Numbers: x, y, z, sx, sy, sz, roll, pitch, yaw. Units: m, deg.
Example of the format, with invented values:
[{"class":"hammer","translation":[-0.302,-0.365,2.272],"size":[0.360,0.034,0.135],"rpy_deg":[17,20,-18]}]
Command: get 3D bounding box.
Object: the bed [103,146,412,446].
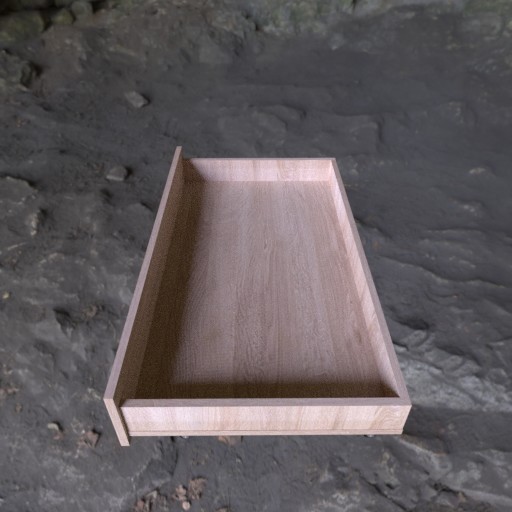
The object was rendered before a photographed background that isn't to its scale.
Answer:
[{"class":"bed","translation":[0.000,0.000,1.471],"size":[0.685,0.209,1.200],"rpy_deg":[0,40,0]}]
